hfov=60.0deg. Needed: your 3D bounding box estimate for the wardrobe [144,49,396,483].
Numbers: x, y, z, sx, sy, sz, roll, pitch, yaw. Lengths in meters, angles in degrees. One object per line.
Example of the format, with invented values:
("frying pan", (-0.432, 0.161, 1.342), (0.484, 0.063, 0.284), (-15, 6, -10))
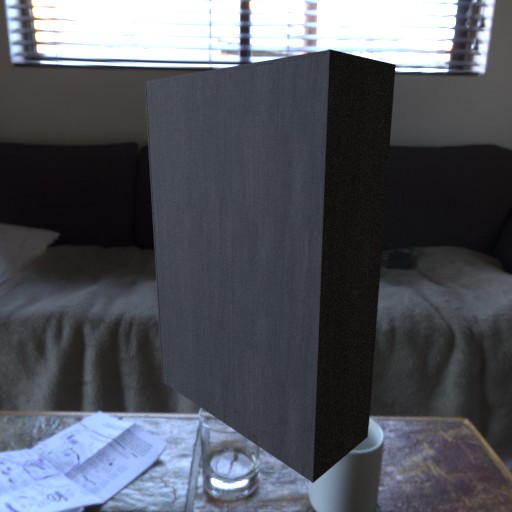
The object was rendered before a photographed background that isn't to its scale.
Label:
("wardrobe", (0.000, 0.000, 2.492), (0.510, 1.910, 1.290), (-14, 20, -43))
